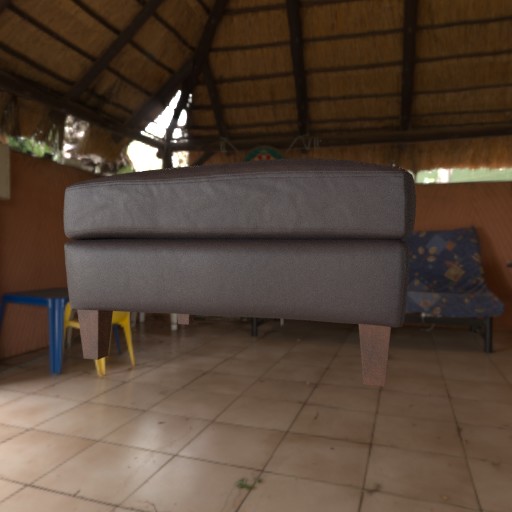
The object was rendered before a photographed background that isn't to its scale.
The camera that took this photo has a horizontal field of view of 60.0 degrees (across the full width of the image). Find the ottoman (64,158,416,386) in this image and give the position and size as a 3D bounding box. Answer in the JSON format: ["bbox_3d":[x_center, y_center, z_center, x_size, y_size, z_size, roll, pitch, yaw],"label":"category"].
[{"bbox_3d":[0.000,0.000,1.312,0.887,0.529,0.659,0,2,18],"label":"ottoman"}]
